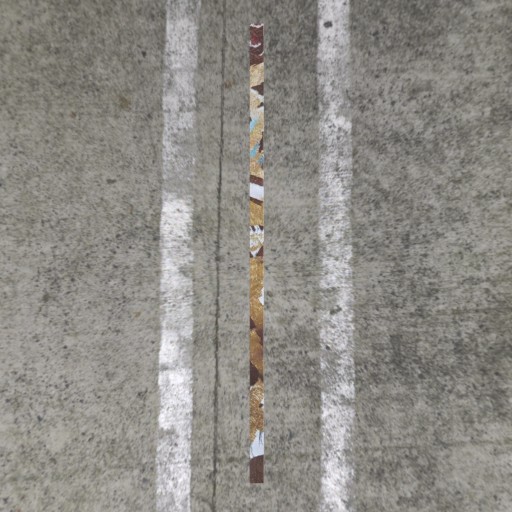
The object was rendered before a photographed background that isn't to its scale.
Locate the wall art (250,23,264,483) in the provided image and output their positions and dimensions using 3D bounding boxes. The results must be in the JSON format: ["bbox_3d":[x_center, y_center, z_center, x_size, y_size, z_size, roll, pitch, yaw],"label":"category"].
[{"bbox_3d":[0.000,0.000,1.109,0.028,0.762,0.757,0,89,0],"label":"wall art"}]
